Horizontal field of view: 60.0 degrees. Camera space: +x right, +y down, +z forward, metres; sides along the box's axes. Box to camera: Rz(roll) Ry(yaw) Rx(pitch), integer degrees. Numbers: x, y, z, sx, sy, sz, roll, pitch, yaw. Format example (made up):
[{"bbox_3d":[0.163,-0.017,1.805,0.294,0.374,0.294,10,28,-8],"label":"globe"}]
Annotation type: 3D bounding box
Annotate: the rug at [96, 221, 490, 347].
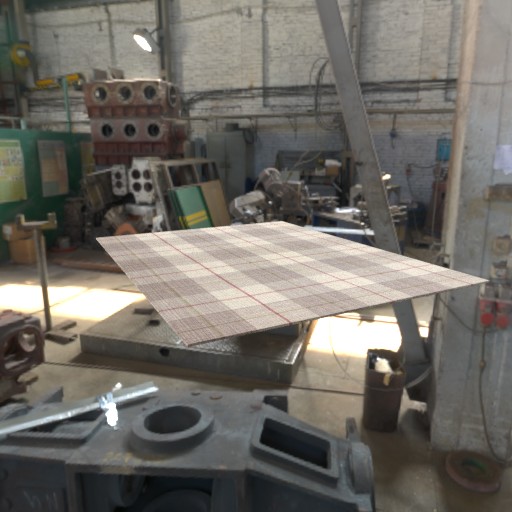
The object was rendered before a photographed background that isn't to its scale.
[{"bbox_3d":[0.000,0.000,3.998,2.317,0.016,2.959,-7,16,-27],"label":"rug"}]
